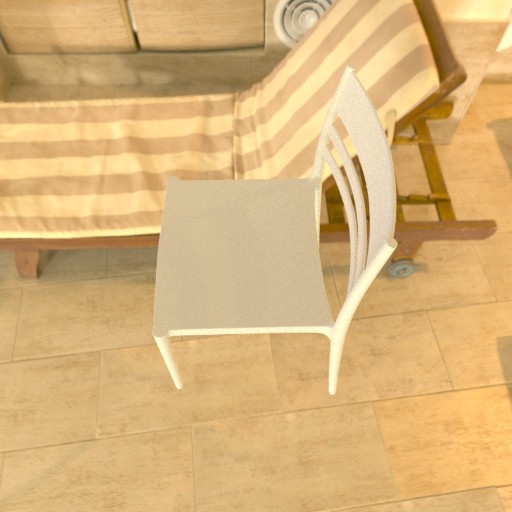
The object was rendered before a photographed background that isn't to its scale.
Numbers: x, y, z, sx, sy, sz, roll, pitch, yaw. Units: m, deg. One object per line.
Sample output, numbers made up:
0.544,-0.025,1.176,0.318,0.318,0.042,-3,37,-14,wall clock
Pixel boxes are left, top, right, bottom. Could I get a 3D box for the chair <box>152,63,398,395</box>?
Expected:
0.000,0.000,1.162,0.511,0.800,0.531,-1,59,-1,chair
